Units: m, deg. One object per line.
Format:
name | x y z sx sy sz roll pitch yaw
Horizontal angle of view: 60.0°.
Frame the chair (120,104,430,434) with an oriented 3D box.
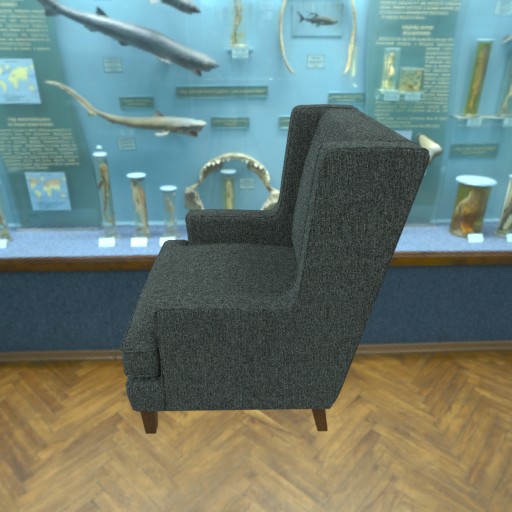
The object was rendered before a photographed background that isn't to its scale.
chair | 0.000 0.000 1.818 0.927 1.082 0.942 0 26 -1
